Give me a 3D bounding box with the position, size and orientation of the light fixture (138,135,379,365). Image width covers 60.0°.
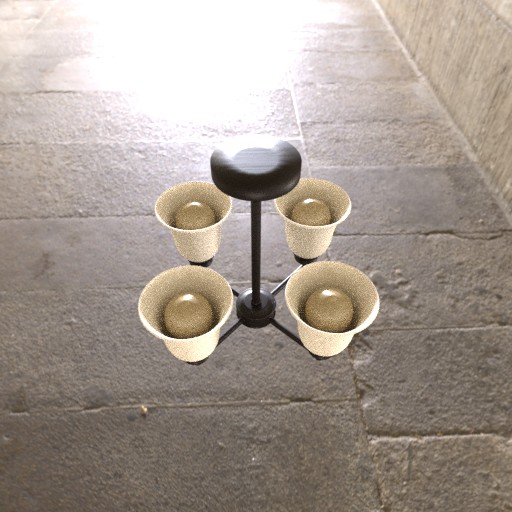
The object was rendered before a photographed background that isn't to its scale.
[{"bbox_3d":[0.000,0.000,1.792,1.069,0.925,1.069,34,55,27],"label":"light fixture"}]
